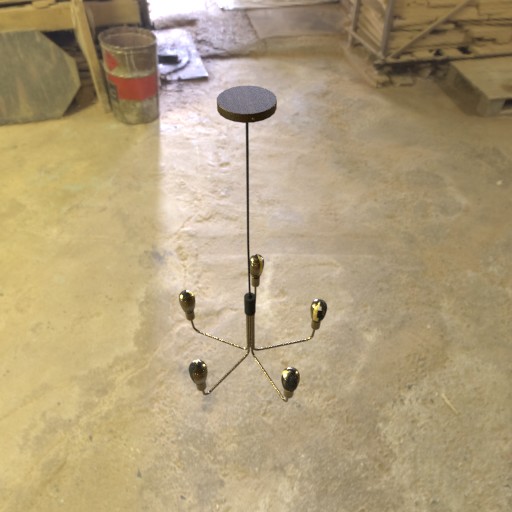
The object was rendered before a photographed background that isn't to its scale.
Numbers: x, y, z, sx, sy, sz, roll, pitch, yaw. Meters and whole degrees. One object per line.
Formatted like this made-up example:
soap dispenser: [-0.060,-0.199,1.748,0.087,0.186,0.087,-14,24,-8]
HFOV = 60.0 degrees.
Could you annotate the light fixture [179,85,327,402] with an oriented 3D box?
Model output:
light fixture: [0.000,0.000,1.387,0.532,1.059,0.588,-9,47,-9]
